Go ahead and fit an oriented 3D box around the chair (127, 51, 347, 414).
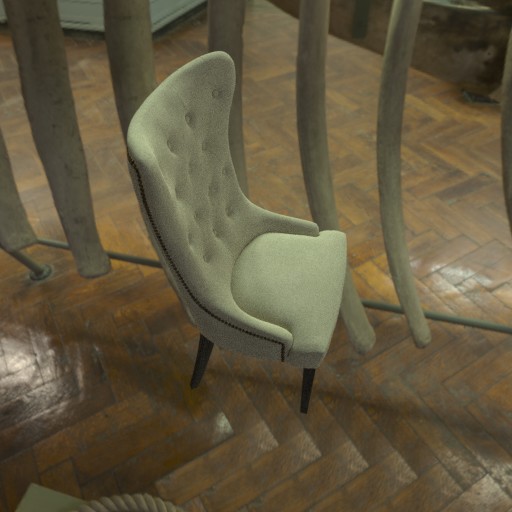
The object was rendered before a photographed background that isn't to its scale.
[{"bbox_3d":[0.000,0.000,1.440,0.590,1.065,0.584,11,48,10],"label":"chair"}]
